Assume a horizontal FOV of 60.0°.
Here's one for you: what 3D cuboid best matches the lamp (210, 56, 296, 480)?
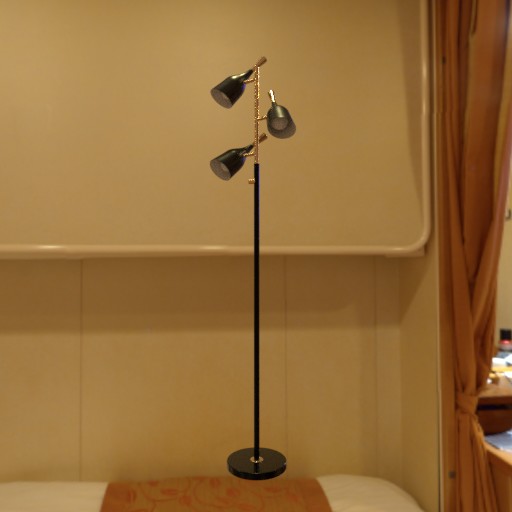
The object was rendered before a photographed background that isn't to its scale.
[{"bbox_3d":[0.000,0.000,1.893,0.434,1.778,0.253,-1,-1,38],"label":"lamp"}]
